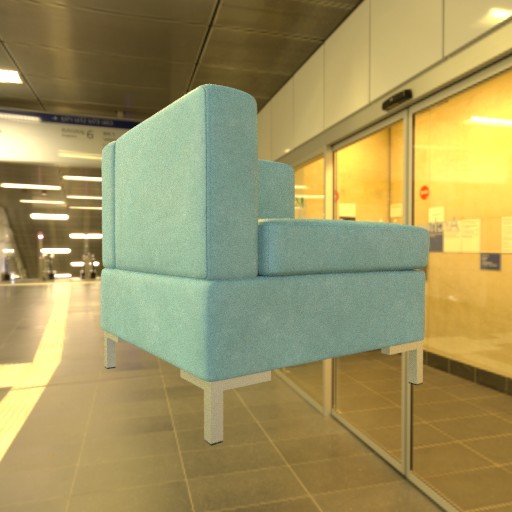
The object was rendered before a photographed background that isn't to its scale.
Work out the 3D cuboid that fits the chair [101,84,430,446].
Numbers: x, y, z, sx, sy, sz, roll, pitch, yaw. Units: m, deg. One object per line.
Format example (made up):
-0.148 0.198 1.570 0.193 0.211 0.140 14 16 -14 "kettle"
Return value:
0.000 0.000 1.228 0.680 0.660 0.680 -1 1 -35 "chair"
